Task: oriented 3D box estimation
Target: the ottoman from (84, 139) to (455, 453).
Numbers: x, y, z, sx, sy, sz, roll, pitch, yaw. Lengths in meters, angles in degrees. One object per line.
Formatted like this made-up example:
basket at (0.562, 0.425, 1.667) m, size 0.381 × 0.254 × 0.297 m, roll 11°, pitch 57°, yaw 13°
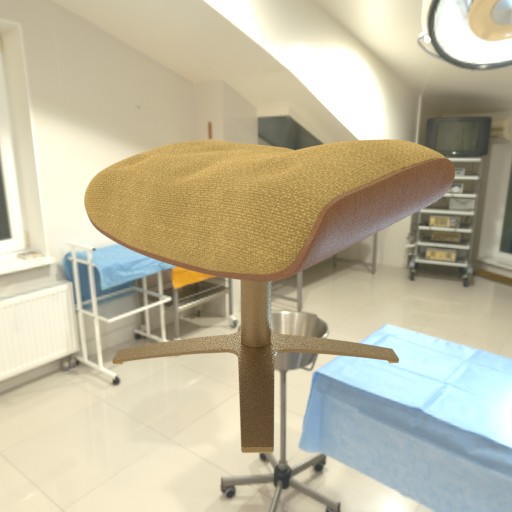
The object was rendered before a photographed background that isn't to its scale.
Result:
ottoman at (0.000, 0.000, 0.771) m, size 0.520 × 0.391 × 0.394 m, roll 14°, pitch 20°, yaw 43°
